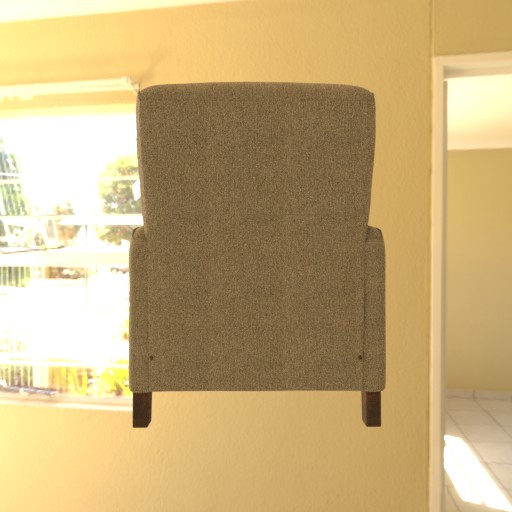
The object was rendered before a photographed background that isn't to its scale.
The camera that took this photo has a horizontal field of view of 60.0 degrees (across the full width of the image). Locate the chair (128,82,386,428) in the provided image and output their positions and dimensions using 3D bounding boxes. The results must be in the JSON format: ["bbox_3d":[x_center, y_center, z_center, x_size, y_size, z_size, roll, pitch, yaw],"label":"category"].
[{"bbox_3d":[0.000,0.000,1.668,0.841,1.028,0.858,0,0,-1],"label":"chair"}]
